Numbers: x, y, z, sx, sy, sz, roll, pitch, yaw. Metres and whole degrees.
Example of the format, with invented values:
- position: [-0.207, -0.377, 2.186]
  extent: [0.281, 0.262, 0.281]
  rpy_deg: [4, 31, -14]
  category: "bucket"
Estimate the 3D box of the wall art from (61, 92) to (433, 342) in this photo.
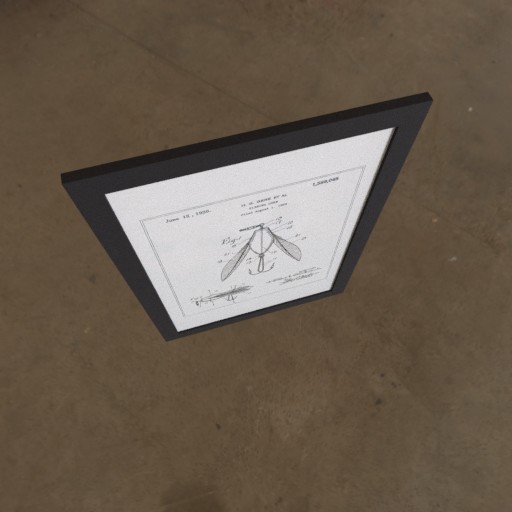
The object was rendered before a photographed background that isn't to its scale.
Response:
- position: [0.000, 0.000, 0.677]
  extent: [0.380, 0.534, 0.013]
  rpy_deg: [-15, 64, -7]
  category: "wall art"
